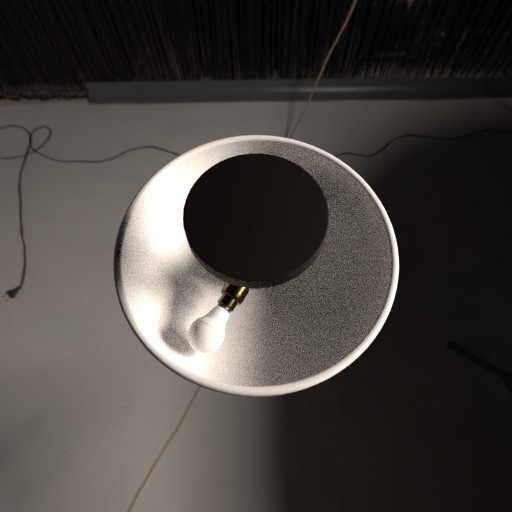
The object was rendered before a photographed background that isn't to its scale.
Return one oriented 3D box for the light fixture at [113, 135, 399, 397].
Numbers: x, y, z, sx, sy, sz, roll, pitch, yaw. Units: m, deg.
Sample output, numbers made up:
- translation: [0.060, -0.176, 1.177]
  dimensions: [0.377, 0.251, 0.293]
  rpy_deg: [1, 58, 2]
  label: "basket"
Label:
- translation: [0.000, 0.000, 0.537]
  dimensions: [0.331, 0.212, 0.331]
  rpy_deg: [0, 66, 0]
  label: "light fixture"
